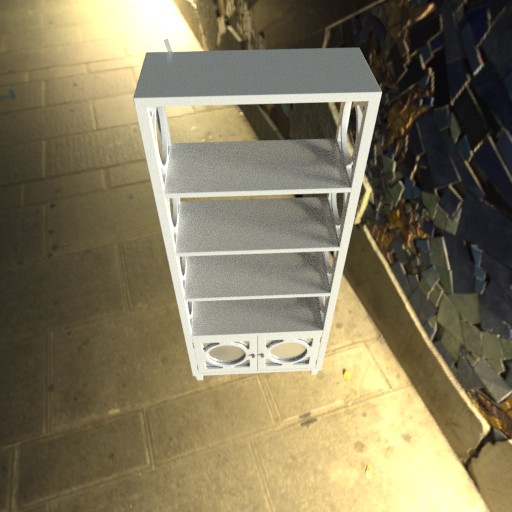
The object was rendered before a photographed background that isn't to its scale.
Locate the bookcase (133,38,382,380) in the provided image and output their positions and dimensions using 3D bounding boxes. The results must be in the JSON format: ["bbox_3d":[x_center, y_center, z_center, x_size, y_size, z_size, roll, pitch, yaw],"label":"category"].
[{"bbox_3d":[0.000,0.000,2.114,0.761,1.869,0.361,-2,47,-2],"label":"bookcase"}]
